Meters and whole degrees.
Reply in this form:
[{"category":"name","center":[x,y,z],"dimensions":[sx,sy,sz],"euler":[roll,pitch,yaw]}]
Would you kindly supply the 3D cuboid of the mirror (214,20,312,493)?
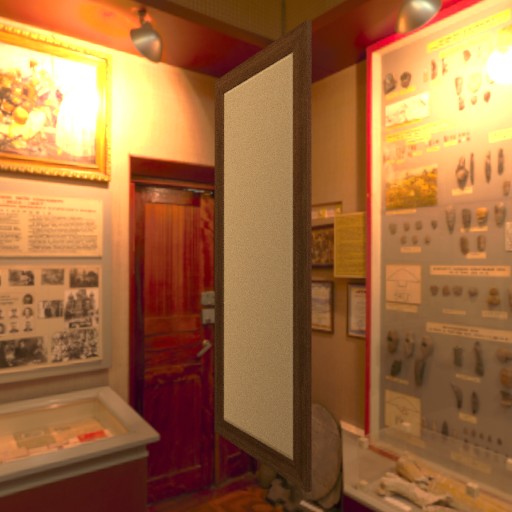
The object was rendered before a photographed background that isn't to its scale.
[{"category":"mirror","center":[0.000,0.000,2.245],"dimensions":[0.025,2.032,0.812],"euler":[0,0,-34]}]
